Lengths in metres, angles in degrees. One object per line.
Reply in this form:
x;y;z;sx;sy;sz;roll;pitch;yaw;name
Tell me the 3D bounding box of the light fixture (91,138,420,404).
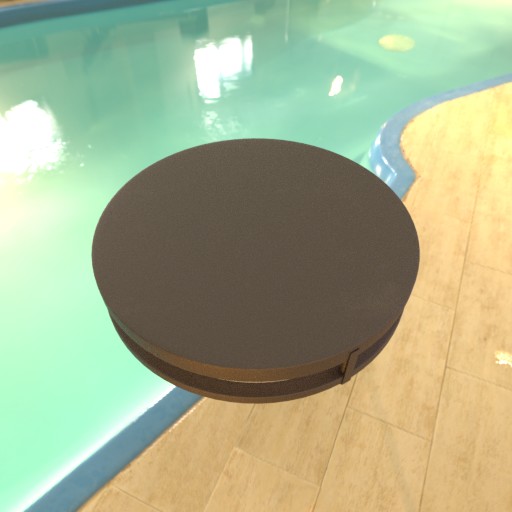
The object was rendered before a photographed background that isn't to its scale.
0.000;0.000;0.529;0.356;0.102;0.356;0;47;0;light fixture
